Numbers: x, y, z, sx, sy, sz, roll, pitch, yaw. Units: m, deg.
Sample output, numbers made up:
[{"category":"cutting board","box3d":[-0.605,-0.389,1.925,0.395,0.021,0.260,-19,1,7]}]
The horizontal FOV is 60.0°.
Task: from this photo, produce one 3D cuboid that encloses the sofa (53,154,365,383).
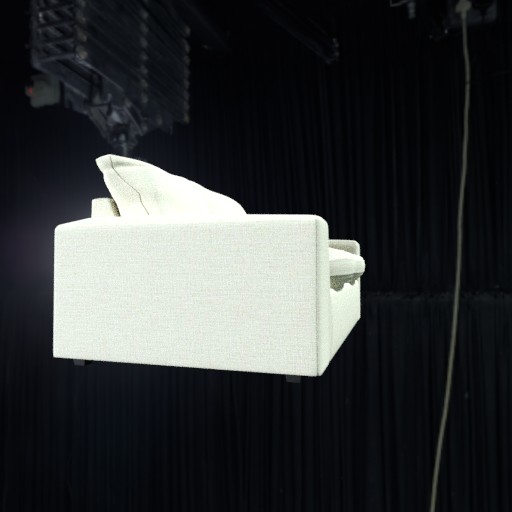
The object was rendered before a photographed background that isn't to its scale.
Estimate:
[{"category":"sofa","box3d":[0.000,0.000,2.378,1.091,0.875,1.754,0,-2,17]}]
